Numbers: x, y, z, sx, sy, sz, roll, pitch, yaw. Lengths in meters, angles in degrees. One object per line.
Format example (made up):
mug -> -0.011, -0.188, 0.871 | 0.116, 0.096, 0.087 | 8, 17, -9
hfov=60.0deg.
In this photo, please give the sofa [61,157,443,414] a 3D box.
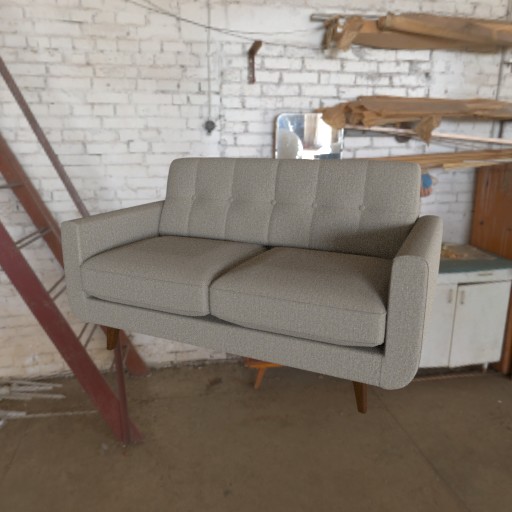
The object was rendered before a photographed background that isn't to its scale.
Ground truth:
sofa -> 0.000, 0.000, 2.194 | 1.651, 0.925, 0.952 | 7, 16, 24
